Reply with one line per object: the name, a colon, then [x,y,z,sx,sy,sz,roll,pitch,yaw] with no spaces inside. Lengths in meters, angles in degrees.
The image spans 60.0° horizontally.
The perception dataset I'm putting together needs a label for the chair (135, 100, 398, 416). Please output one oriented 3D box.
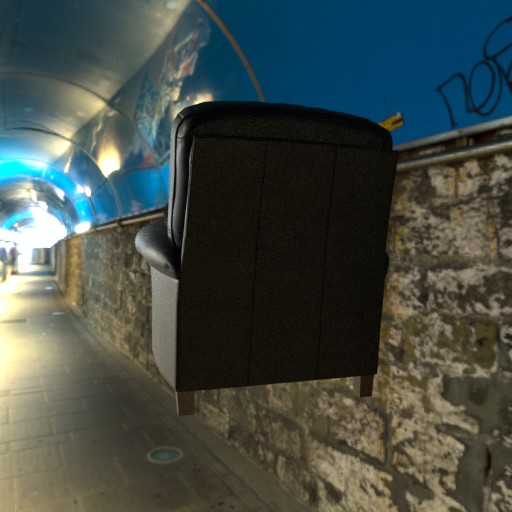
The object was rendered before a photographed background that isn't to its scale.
chair: [0.000,0.000,1.802,0.936,1.018,0.986,0,0,-17]
